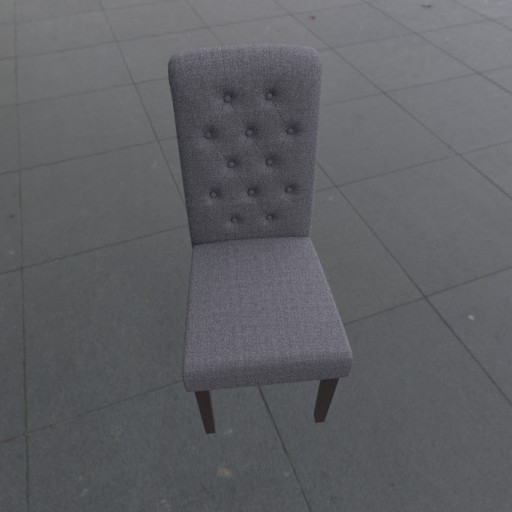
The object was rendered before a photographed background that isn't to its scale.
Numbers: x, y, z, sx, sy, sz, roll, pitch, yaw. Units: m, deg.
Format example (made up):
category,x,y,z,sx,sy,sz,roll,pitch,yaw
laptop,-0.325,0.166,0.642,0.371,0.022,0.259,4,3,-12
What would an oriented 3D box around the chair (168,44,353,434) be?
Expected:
category,x,y,z,sx,sy,sz,roll,pitch,yaw
chair,0.000,0.000,1.336,0.456,1.006,0.671,-4,47,-4
